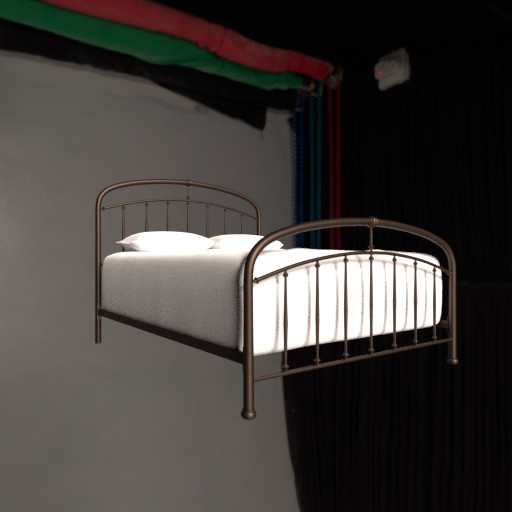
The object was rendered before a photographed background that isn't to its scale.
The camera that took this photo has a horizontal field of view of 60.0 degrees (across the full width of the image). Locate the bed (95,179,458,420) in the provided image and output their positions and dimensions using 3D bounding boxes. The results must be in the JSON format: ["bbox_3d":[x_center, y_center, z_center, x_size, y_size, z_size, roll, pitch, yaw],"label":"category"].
[{"bbox_3d":[0.000,0.000,3.269,1.711,1.425,2.180,0,0,-37],"label":"bed"}]
